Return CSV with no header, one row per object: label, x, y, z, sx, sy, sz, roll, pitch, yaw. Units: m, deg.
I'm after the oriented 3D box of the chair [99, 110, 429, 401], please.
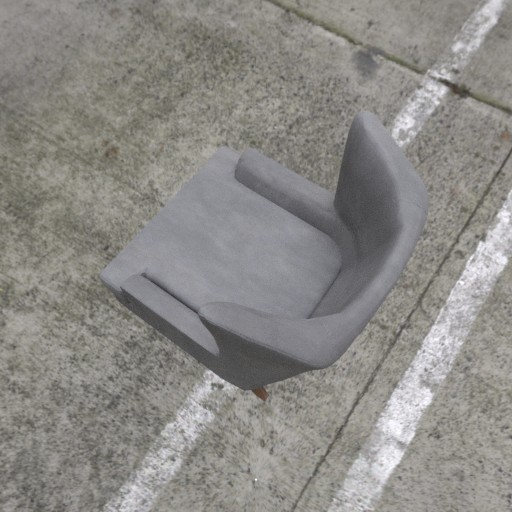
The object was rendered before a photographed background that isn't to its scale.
chair,0.000,0.000,1.607,0.906,0.950,0.784,33,68,15
